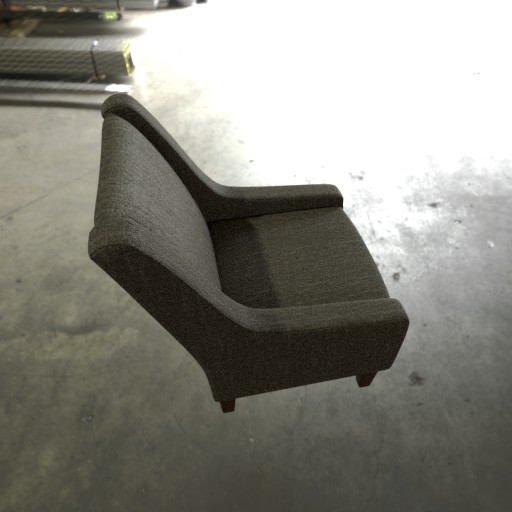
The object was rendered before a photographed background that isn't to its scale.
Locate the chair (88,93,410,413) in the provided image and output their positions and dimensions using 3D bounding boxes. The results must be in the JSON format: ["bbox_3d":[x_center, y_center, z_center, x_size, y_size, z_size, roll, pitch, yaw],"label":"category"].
[{"bbox_3d":[0.000,0.000,1.683,0.944,1.012,0.793,-8,46,-8],"label":"chair"}]
